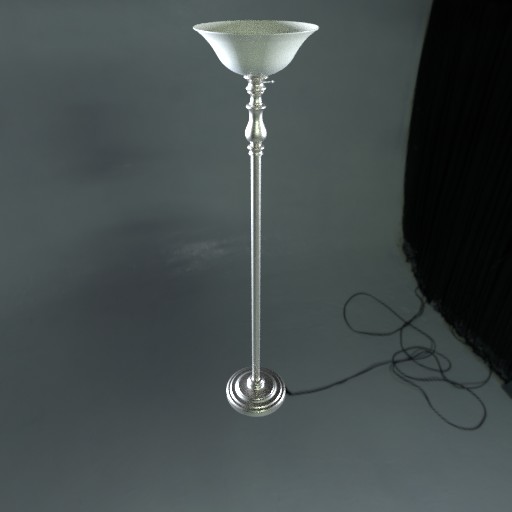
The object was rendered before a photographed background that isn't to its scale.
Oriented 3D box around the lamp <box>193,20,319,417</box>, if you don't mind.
[{"bbox_3d":[0.000,0.000,1.916,0.405,1.771,0.405,-11,34,-17],"label":"lamp"}]
